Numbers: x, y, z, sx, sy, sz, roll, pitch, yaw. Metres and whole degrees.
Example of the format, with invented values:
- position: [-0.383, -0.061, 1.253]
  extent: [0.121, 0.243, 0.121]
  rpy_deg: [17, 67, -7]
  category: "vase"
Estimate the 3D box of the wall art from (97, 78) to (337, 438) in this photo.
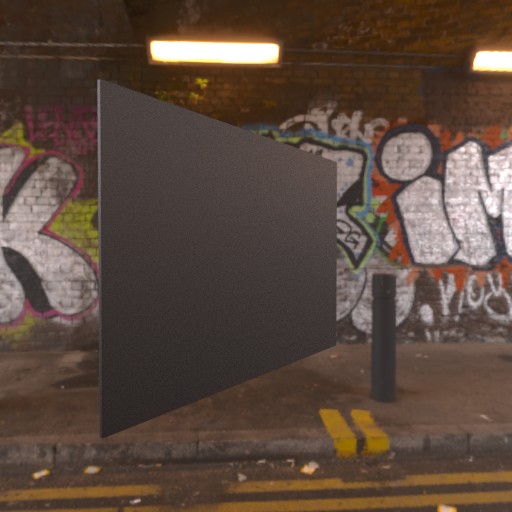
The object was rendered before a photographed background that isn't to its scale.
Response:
- position: [0.000, 0.000, 1.480]
  extent: [0.013, 0.811, 1.192]
  rpy_deg: [1, 1, 36]
  category: "wall art"
